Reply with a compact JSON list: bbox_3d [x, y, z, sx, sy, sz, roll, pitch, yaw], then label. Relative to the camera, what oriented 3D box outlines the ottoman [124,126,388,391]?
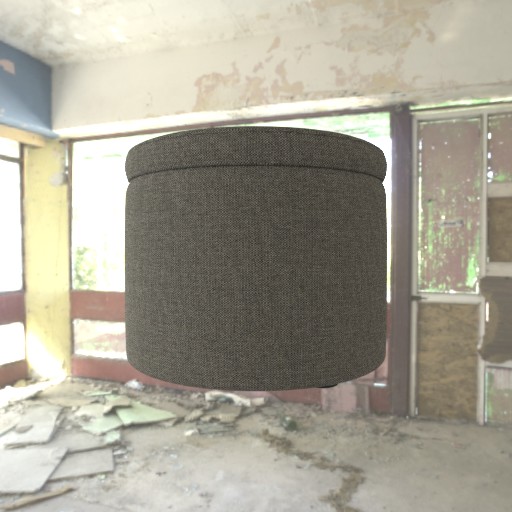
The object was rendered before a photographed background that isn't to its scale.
[{"bbox_3d":[0.000,0.000,0.914,0.520,0.430,0.520,0,1,0],"label":"ottoman"}]
